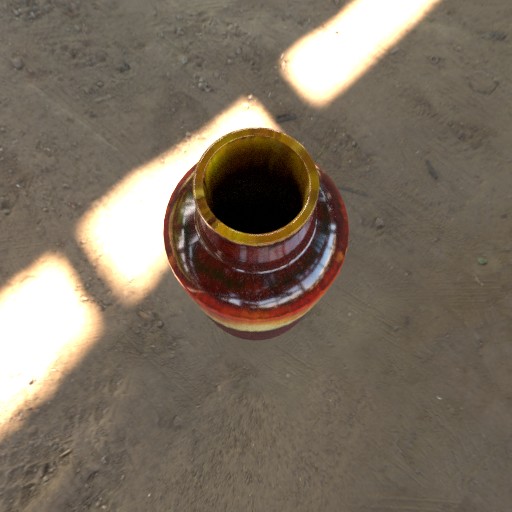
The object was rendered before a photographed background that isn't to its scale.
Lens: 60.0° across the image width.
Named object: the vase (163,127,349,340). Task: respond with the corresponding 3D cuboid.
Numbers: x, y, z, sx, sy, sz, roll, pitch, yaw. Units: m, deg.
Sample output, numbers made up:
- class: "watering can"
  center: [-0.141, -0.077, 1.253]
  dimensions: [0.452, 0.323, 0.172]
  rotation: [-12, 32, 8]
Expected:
- class: "vase"
  center: [0.000, 0.000, 0.325]
  dimensions: [0.111, 0.261, 0.111]
  rotation: [0, 75, 0]
